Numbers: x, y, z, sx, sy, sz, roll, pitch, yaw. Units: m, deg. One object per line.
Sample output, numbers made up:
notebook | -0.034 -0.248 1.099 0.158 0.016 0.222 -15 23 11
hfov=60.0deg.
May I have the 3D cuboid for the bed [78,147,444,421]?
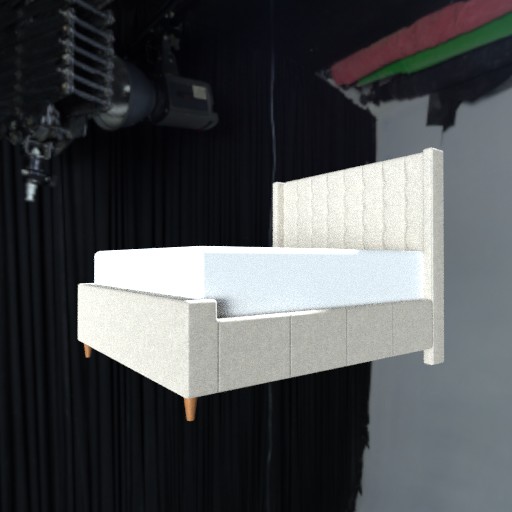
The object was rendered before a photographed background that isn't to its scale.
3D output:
bed | 0.000 0.000 3.752 2.370 1.743 2.045 0 -1 -36
